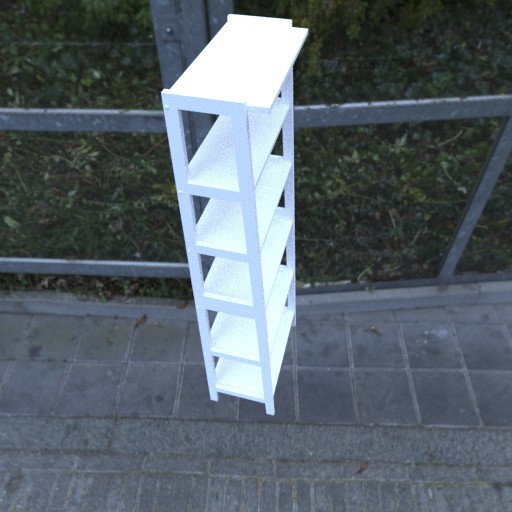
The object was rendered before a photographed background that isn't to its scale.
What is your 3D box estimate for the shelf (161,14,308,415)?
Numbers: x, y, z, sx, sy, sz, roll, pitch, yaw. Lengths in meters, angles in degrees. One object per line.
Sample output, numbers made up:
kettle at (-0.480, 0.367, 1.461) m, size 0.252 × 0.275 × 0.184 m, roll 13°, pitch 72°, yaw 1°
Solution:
shelf at (0.000, 0.000, 2.112) m, size 0.381 × 1.892 × 0.660 m, roll 11°, pitch 47°, yaw 10°
